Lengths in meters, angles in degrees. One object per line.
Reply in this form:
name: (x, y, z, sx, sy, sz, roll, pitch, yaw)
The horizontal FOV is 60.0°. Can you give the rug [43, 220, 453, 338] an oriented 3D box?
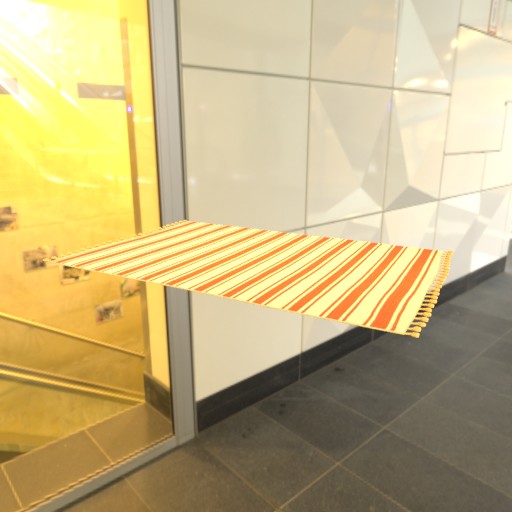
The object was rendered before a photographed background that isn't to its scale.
rug: (0.000, 0.000, 3.072, 2.433, 0.022, 1.556, 8, 18, 27)
